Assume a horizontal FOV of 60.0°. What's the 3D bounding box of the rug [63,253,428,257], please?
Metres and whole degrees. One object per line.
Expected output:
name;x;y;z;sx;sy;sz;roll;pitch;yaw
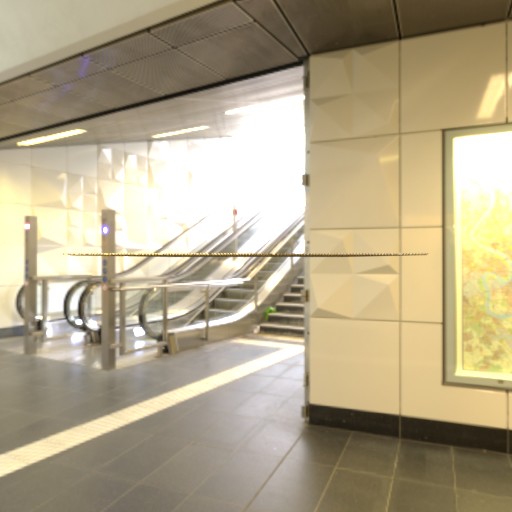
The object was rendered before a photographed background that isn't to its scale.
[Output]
rug;0.000;0.000;3.027;1.529;0.010;2.440;0;0;2
